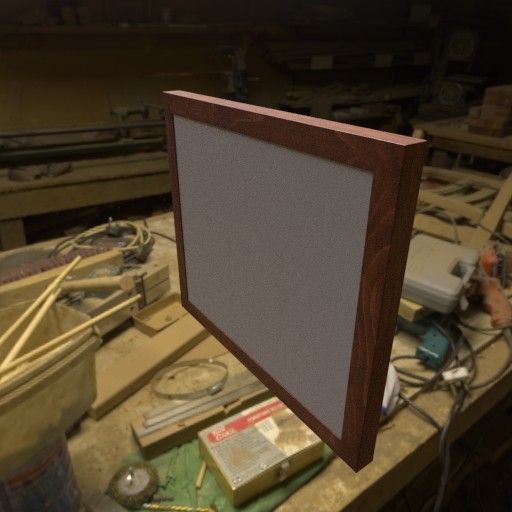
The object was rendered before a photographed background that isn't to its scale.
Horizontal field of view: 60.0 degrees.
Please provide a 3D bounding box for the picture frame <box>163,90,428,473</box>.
[{"bbox_3d":[0.000,0.000,0.519,0.025,0.330,0.381,-18,32,-32],"label":"picture frame"}]
